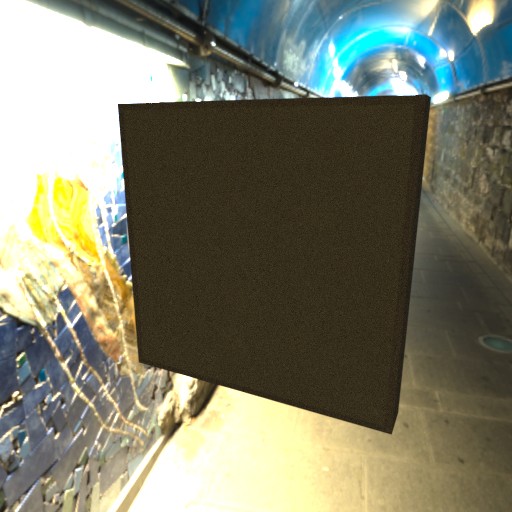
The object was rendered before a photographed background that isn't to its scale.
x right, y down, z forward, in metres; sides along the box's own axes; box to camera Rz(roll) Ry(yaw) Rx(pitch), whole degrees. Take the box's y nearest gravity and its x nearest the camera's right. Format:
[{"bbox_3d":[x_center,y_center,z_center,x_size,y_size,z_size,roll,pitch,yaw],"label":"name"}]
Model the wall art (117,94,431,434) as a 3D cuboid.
[{"bbox_3d":[0.000,0.000,0.458,0.304,0.303,0.038,8,18,25],"label":"wall art"}]
